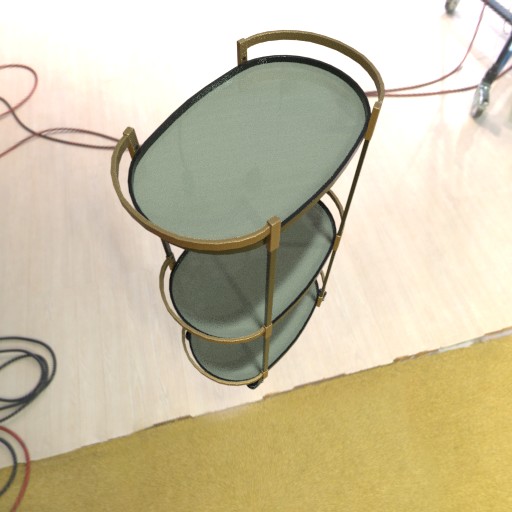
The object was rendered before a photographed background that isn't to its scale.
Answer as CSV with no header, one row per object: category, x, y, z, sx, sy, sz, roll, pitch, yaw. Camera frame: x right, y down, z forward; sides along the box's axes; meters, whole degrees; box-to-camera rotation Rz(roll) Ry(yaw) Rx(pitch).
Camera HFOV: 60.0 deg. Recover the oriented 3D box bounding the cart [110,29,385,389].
cart,0.000,0.000,1.098,0.311,0.885,0.515,33,65,18
